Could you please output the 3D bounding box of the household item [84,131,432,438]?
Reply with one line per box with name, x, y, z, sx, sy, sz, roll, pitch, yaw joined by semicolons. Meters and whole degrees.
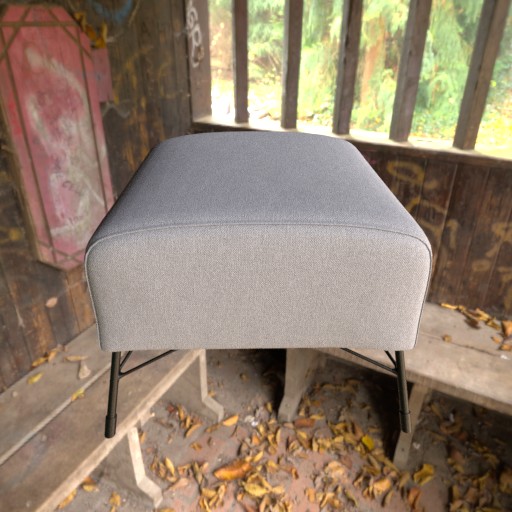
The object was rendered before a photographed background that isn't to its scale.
household item;0.000;0.000;0.890;0.530;0.410;0.530;-1;29;-1
